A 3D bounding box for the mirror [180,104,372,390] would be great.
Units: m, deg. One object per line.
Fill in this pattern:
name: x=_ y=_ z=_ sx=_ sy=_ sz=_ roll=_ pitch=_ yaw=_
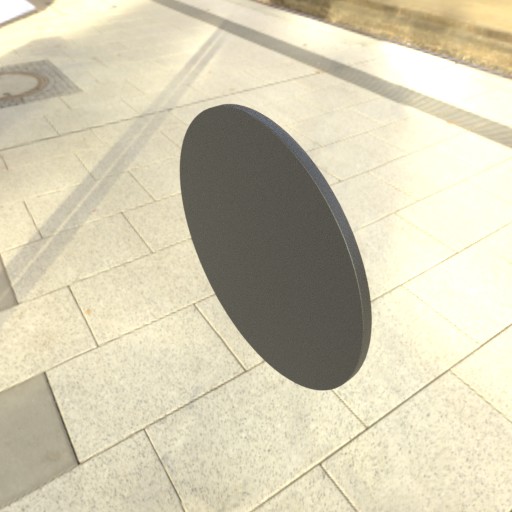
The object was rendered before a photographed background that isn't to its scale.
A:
mirror: x=0.000 y=0.000 z=1.630 sx=0.036 sy=1.077 sz=1.077 roll=-25 pitch=47 yaw=-27
